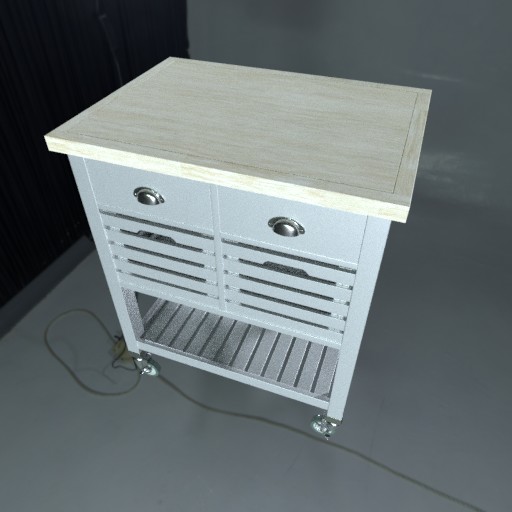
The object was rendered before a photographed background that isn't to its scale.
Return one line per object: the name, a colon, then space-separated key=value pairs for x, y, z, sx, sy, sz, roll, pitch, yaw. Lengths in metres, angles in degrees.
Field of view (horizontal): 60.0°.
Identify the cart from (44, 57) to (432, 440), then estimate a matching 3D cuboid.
cart: x=0.000 y=0.000 z=1.349 sx=0.762 sy=0.914 sz=0.559 roll=14 pitch=43 yaw=15
